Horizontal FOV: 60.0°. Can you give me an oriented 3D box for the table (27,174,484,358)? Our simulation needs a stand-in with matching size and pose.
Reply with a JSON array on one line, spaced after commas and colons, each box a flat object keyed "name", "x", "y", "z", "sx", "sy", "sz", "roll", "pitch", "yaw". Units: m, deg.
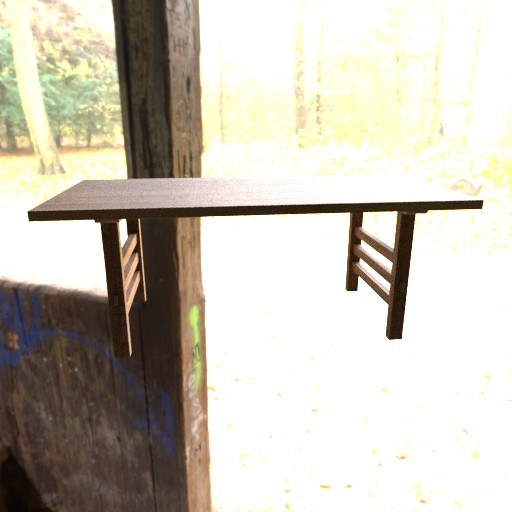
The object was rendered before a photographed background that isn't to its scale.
[{"name": "table", "x": 0.000, "y": 0.000, "z": 2.486, "sx": 2.003, "sy": 0.760, "sz": 0.952, "roll": -2, "pitch": 18, "yaw": -7}]
